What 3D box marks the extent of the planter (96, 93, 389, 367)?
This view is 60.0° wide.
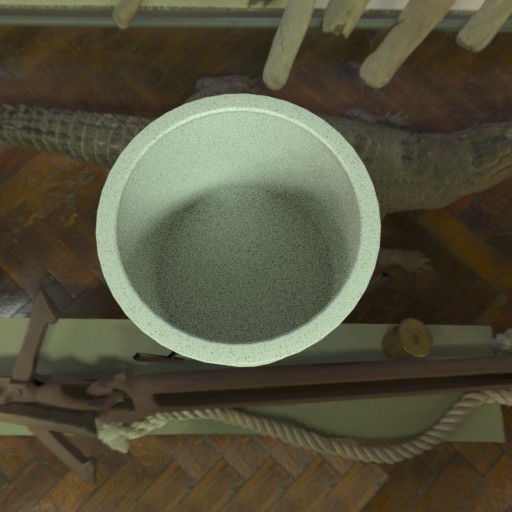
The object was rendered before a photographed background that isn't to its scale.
[{"bbox_3d":[0.000,0.000,0.542,0.267,0.362,0.263,0,76,0],"label":"planter"}]
